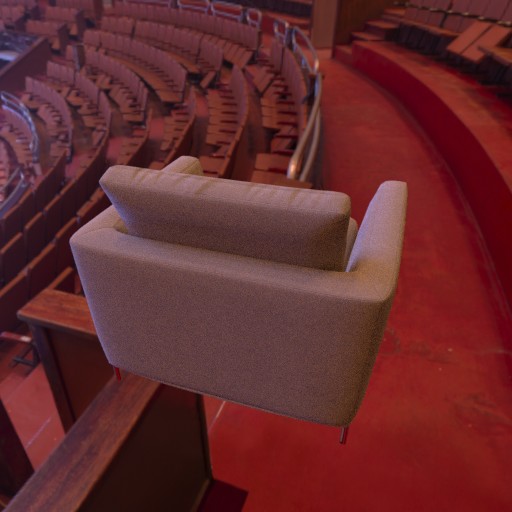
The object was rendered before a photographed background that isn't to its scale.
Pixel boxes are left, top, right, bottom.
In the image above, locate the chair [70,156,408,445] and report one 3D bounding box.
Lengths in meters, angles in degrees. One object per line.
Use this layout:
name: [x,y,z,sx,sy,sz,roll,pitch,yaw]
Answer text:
chair: [0.000,0.000,1.710,1.041,0.864,0.889,10,33,16]
